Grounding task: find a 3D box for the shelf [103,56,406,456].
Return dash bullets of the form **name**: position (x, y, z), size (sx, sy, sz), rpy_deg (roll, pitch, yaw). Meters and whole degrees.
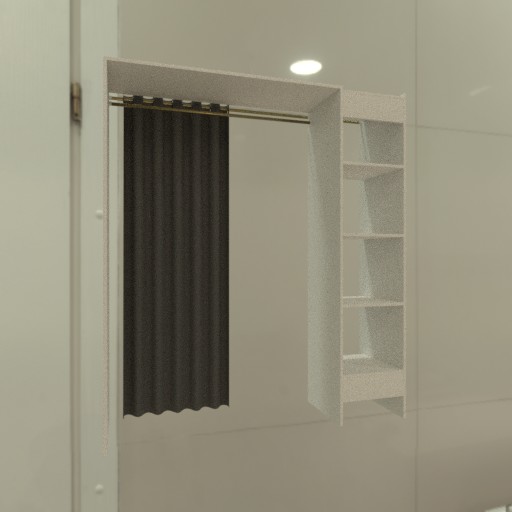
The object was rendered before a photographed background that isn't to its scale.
- **shelf**: position (0.000, 0.000, 2.476), size (1.600, 1.810, 0.500), rpy_deg (0, 0, -17)
